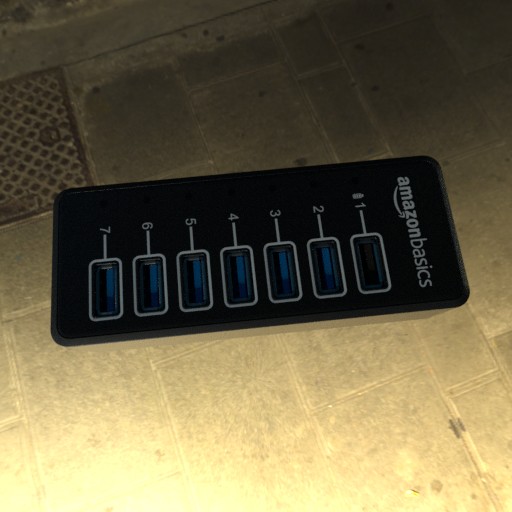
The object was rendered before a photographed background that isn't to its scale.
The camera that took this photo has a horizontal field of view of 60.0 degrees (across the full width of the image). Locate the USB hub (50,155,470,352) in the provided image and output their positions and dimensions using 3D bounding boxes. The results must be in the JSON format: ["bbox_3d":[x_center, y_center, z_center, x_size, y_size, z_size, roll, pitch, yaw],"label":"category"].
[{"bbox_3d":[0.000,0.000,0.130,0.110,0.023,0.044,-6,74,-2],"label":"USB hub"}]
